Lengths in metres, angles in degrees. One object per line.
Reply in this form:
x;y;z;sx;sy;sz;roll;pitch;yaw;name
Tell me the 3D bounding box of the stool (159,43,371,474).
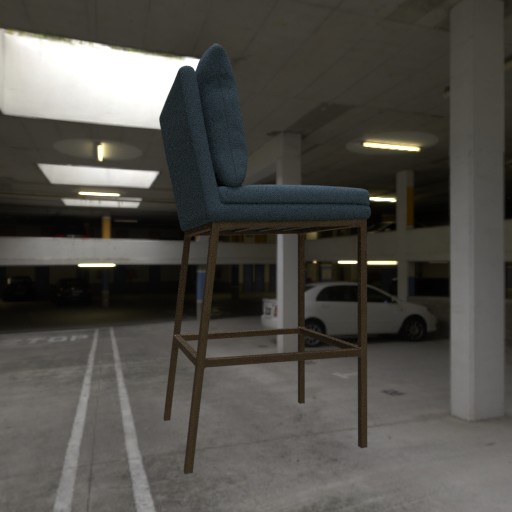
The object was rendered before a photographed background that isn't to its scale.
0.000;0.000;1.426;0.568;1.124;0.463;0;-1;-19;stool
